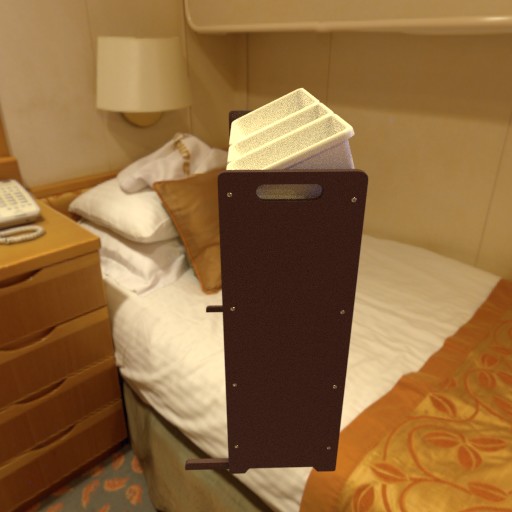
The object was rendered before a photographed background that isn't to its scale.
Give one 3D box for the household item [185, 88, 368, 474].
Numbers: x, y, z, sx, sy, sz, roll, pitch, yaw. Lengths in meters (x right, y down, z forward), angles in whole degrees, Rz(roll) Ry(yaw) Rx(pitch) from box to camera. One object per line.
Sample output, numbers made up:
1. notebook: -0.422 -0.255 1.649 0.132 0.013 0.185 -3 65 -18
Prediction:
1. household item: 0.000 0.000 1.304 0.389 0.864 0.787 -1 26 -1
